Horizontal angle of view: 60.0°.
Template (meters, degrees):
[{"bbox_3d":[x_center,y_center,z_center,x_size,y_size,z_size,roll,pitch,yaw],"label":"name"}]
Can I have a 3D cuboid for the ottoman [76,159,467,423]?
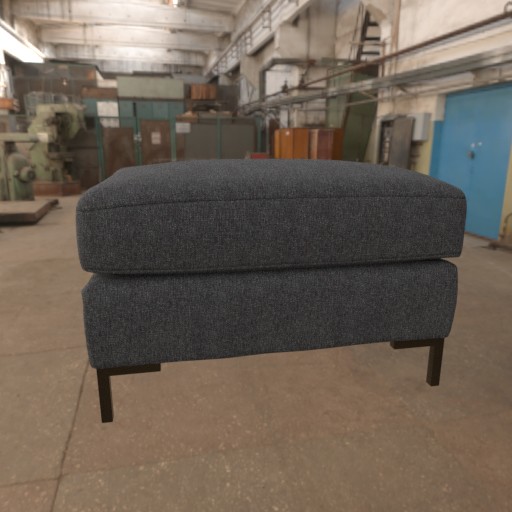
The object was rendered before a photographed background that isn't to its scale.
[{"bbox_3d":[0.000,0.000,1.256,0.831,0.533,0.695,-3,15,-11],"label":"ottoman"}]
